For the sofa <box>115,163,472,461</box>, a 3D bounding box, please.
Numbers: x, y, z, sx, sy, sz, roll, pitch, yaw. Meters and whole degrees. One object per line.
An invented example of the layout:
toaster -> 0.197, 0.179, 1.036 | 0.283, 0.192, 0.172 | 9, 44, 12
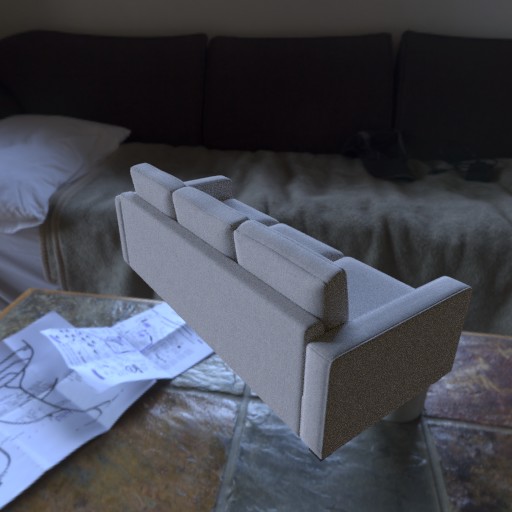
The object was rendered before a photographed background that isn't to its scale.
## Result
sofa -> 0.000, 0.000, 2.575 | 0.900, 0.800, 2.120 | -18, 32, -31
